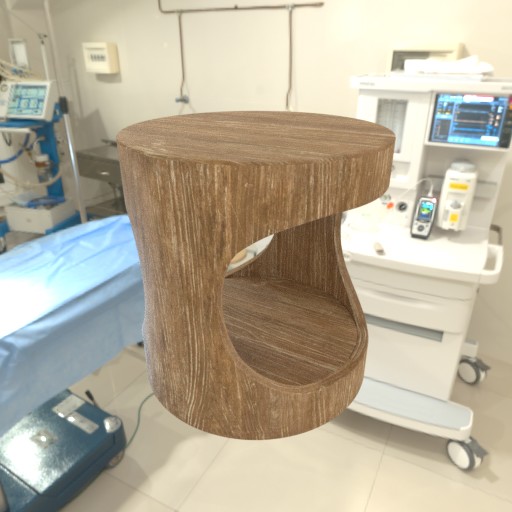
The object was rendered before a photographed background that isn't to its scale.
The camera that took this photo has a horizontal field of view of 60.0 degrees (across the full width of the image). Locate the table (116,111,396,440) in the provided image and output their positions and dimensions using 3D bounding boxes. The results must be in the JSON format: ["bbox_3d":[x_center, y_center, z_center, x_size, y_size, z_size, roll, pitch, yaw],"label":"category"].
[{"bbox_3d":[0.000,0.000,0.987,0.527,0.551,0.527,0,26,0],"label":"table"}]
